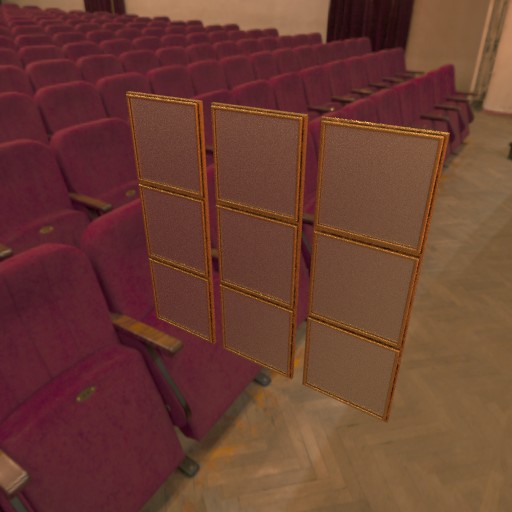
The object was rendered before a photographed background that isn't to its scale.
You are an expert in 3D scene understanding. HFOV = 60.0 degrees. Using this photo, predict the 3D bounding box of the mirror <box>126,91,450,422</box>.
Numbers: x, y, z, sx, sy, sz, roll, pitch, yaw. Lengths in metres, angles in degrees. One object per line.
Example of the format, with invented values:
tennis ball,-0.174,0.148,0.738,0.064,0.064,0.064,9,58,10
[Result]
mirror,0.000,0.000,1.443,1.011,0.926,0.023,18,34,28
